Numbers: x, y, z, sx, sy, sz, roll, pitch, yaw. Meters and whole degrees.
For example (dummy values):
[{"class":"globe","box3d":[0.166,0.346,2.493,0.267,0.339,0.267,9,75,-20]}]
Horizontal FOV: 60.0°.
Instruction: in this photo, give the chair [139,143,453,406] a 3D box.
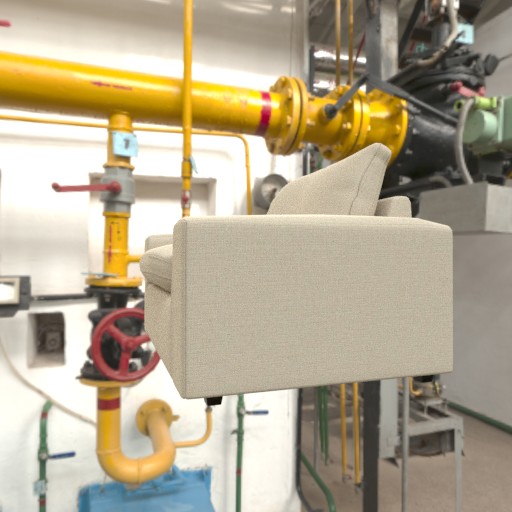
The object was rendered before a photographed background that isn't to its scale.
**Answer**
[{"class":"chair","box3d":[0.000,0.000,2.094,1.039,0.915,1.398,0,0,-19]}]
